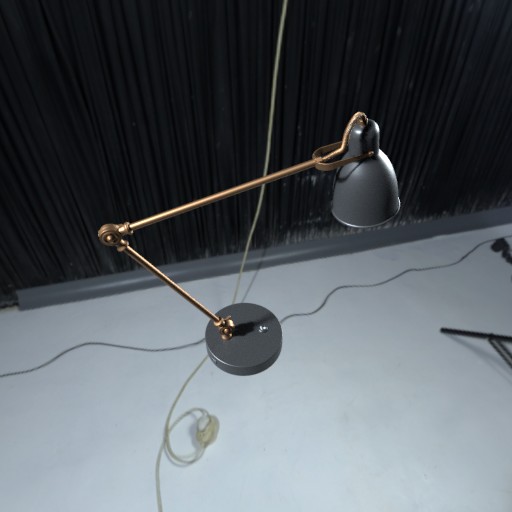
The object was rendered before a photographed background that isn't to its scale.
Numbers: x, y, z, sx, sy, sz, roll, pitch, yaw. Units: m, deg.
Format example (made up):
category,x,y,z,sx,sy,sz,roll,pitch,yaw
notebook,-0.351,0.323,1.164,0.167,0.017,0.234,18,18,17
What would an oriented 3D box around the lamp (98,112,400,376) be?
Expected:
category,x,y,z,sx,sy,sz,roll,pitch,yaw
lamp,0.000,0.000,0.888,0.561,0.587,0.187,-10,46,-9
